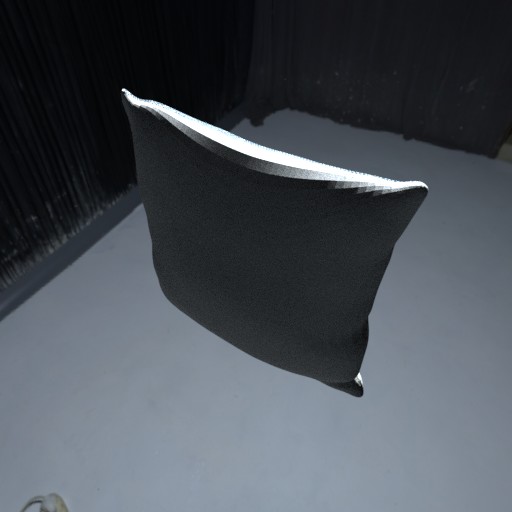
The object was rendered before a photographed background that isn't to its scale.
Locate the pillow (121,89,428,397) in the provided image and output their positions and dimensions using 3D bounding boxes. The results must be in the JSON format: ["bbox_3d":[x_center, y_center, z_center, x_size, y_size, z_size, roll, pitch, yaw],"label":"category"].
[{"bbox_3d":[0.000,0.000,0.685,0.440,0.441,0.182,25,51,22],"label":"pillow"}]
